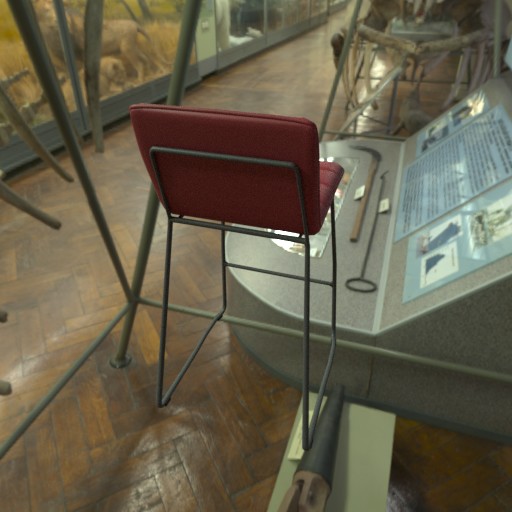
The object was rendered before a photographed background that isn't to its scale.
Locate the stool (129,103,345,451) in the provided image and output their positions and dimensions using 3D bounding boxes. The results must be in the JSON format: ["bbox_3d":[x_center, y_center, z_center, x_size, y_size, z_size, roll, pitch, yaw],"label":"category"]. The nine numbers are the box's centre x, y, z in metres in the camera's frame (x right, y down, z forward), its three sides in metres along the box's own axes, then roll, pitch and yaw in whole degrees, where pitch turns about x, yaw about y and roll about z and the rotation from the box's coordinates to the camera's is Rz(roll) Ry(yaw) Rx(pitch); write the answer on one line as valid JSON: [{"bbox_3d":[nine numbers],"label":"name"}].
[{"bbox_3d":[0.000,0.000,1.272,0.489,0.937,0.524,10,34,16],"label":"stool"}]
